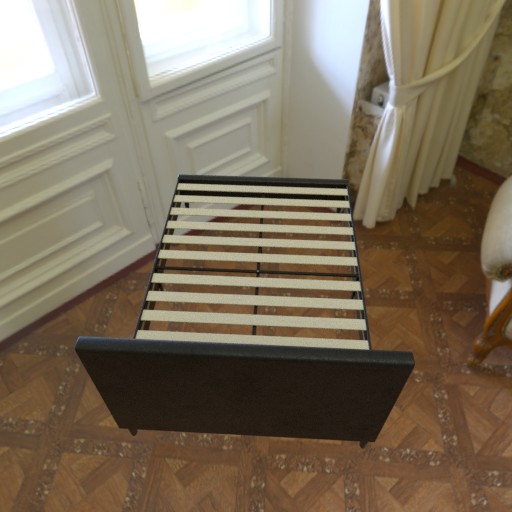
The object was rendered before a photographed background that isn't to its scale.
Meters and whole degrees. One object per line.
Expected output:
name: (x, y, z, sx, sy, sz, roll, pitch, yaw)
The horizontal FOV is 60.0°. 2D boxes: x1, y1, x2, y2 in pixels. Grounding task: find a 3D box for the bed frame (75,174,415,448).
bed frame: (0.000, 0.000, 3.005, 1.469, 1.046, 2.152, 2, 47, 2)
